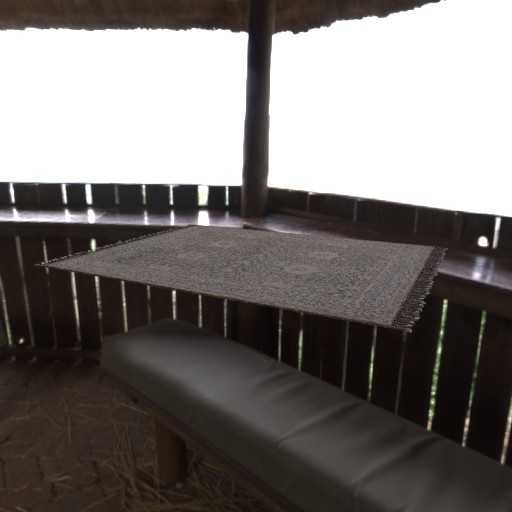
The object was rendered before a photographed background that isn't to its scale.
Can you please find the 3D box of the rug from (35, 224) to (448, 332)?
[{"bbox_3d":[0.000,0.000,4.328,3.291,0.017,2.431,7,15,26],"label":"rug"}]
